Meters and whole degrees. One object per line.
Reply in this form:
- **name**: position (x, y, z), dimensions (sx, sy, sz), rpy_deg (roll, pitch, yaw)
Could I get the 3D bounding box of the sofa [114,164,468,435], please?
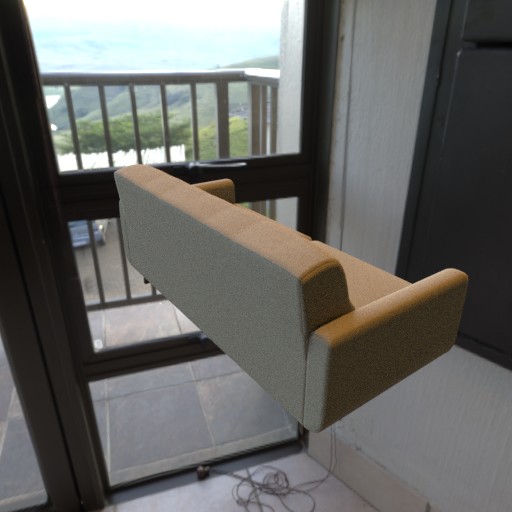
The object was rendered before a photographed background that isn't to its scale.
- **sofa**: position (0.000, 0.000, 2.680), dimensions (0.980, 0.892, 2.137), rpy_deg (-17, 30, -32)
